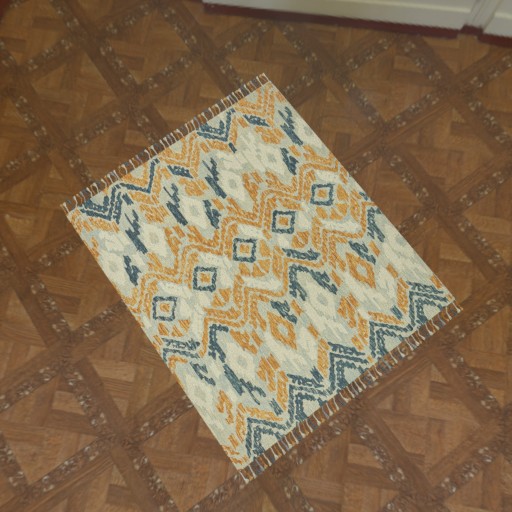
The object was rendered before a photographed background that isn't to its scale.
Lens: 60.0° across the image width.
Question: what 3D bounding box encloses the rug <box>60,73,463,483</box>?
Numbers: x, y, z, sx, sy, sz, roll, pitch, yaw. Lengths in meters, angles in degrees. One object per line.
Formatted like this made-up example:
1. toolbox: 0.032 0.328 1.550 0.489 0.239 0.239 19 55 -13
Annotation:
1. rug: 0.000 0.000 4.129 2.439 0.010 3.048 -36 79 -8
